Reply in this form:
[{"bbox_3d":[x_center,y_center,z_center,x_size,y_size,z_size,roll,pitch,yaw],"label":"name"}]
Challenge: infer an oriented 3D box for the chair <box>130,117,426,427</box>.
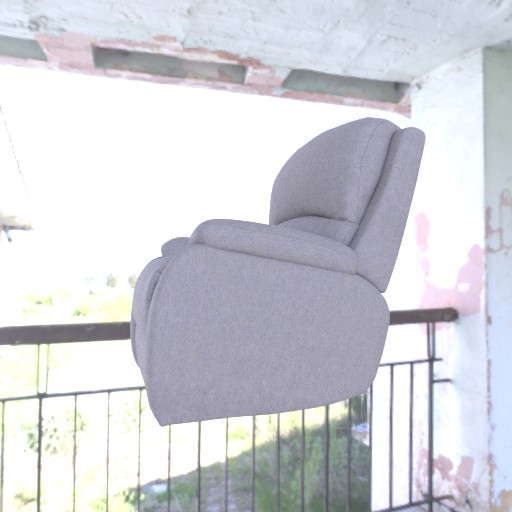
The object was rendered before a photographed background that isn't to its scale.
[{"bbox_3d":[0.000,0.000,1.699,0.899,1.011,0.930,1,-2,-19],"label":"chair"}]
